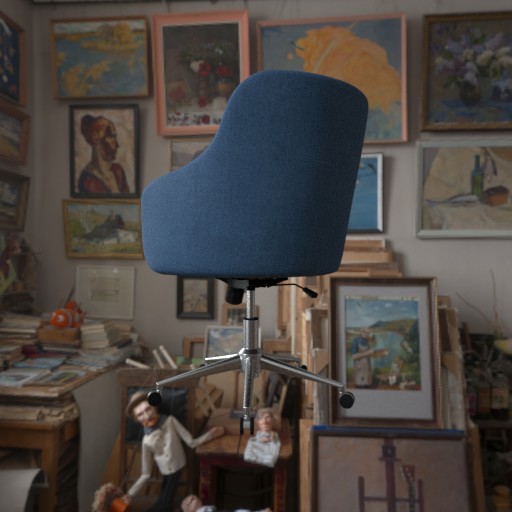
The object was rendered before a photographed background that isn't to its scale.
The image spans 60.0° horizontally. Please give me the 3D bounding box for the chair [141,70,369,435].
[{"bbox_3d":[0.000,0.000,1.277,0.599,0.820,0.655,0,0,-34],"label":"chair"}]
